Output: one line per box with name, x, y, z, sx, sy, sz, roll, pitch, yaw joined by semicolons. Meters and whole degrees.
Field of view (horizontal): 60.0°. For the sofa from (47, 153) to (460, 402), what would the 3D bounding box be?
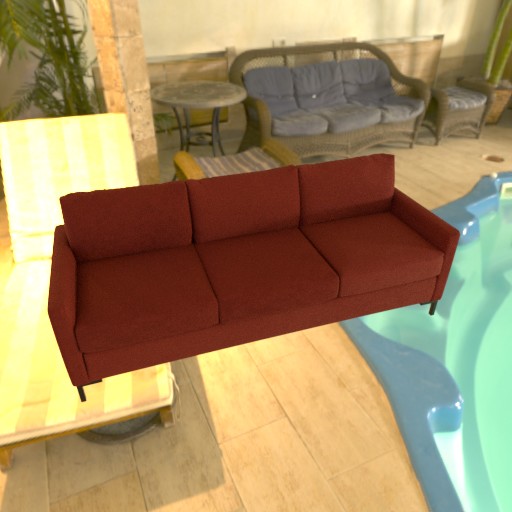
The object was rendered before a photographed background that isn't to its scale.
sofa;0.000;0.000;2.670;2.252;0.879;0.875;-10;34;-16
